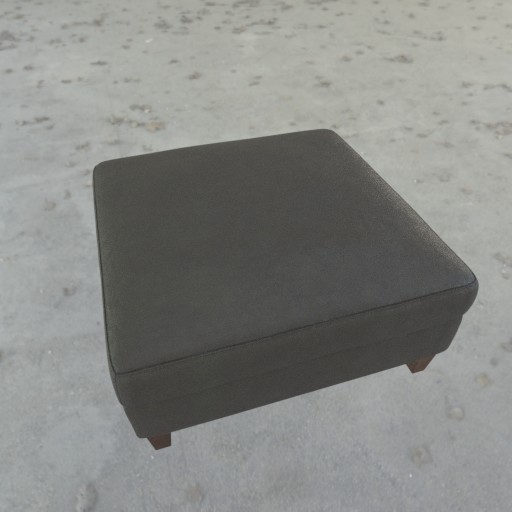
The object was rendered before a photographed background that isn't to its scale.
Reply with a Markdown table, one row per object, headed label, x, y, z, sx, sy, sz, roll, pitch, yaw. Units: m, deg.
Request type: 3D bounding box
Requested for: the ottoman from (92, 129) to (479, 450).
| label | x | y | z | sx | sy | sz | roll | pitch | yaw |
| --- | --- | --- | --- | --- | --- | --- | --- | --- | --- |
| ottoman | 0.000 | 0.000 | 1.284 | 0.836 | 0.415 | 0.844 | -12 | 43 | -13 |
